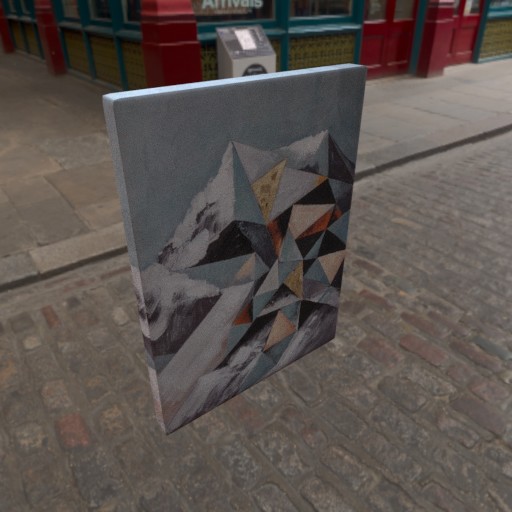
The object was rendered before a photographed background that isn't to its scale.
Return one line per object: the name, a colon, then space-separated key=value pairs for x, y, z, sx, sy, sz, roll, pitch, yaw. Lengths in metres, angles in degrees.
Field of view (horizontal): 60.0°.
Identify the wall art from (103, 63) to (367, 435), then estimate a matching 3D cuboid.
wall art: x=0.000 y=0.000 z=0.810 sx=0.455 sy=0.613 sz=0.037 roll=-21 pitch=37 yaw=-31
